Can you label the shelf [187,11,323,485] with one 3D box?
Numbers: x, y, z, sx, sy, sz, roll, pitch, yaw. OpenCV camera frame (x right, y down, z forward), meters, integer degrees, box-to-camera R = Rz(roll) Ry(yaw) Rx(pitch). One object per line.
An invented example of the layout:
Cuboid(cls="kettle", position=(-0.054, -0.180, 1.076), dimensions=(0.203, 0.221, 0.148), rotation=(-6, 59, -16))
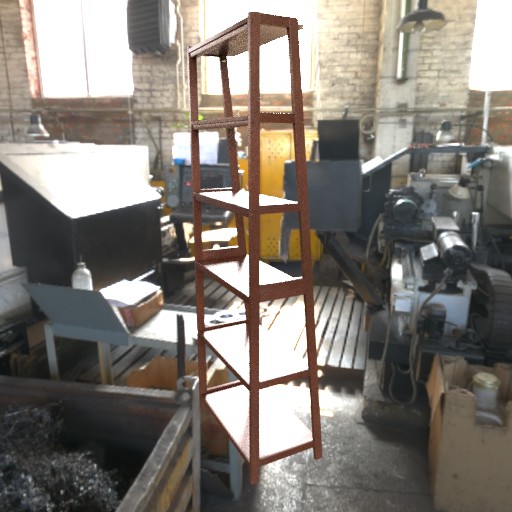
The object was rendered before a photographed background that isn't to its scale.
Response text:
Cuboid(cls="shelf", position=(0.000, 0.000, 2.087), dimensions=(0.382, 1.892, 0.660), rotation=(-7, 16, -26))
